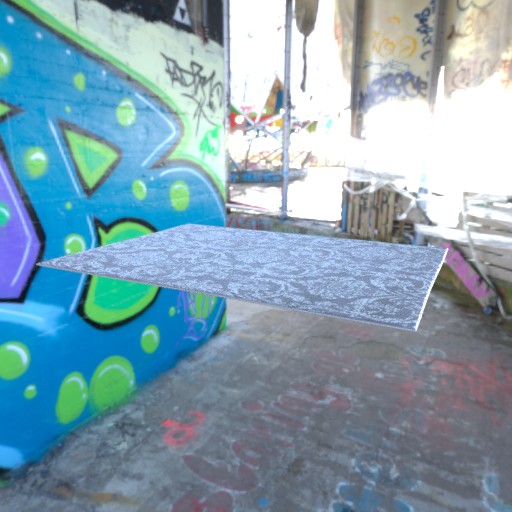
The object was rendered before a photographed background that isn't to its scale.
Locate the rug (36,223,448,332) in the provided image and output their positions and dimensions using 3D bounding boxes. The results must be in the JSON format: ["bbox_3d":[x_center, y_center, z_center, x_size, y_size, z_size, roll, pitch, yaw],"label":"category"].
[{"bbox_3d":[0.000,0.000,2.895,2.206,0.014,1.578,7,16,26],"label":"rug"}]
